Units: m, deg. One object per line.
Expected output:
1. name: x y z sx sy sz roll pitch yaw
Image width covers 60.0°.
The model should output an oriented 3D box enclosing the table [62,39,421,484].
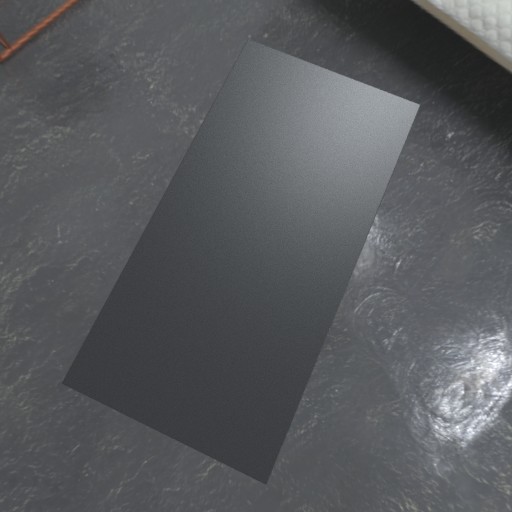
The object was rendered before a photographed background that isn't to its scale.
1. table: 0.000 0.000 1.351 0.523 0.470 1.044 24 77 6
